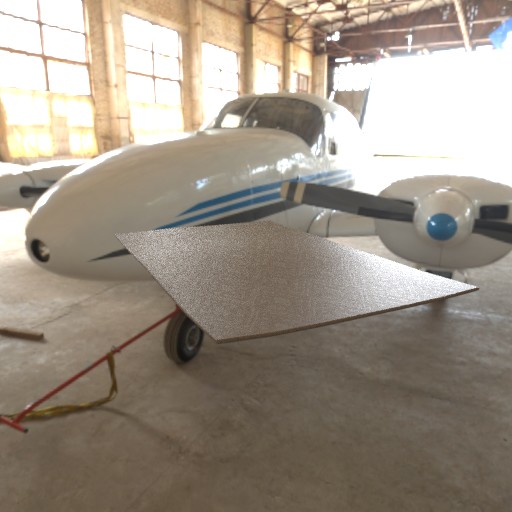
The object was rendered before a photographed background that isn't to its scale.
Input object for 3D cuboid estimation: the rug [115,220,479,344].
[{"bbox_3d":[0.000,0.000,3.150,1.553,0.053,2.430,-7,16,-25],"label":"rug"}]
